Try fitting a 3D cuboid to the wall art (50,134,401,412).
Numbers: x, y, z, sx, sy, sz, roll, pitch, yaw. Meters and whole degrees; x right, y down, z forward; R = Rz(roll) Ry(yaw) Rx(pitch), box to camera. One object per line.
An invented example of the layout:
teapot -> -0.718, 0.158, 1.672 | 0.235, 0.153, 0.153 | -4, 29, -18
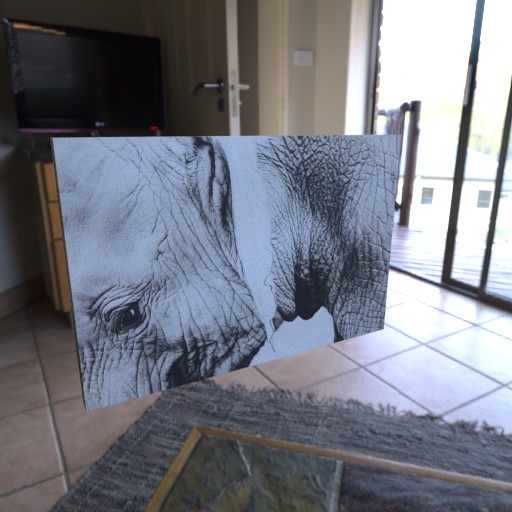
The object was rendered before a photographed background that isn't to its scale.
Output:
wall art -> 0.000, 0.000, 0.779 | 0.613, 0.407, 0.035 | -9, 18, -27
